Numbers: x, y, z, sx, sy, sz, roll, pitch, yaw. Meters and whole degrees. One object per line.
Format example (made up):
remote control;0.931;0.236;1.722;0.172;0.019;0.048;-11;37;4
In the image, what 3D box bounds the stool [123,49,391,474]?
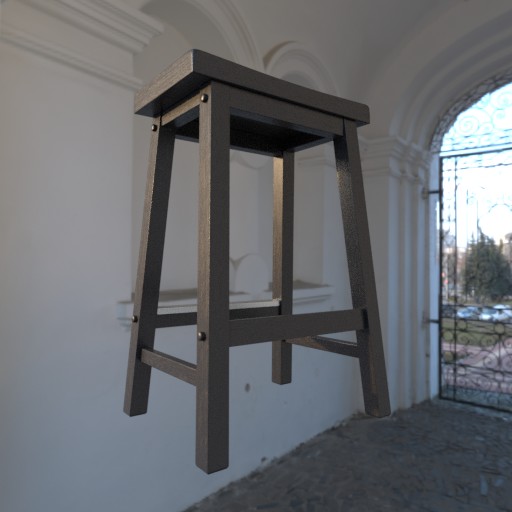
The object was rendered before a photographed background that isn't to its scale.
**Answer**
stool;0.000;0.000;0.861;0.406;0.610;0.322;1;-1;-37
